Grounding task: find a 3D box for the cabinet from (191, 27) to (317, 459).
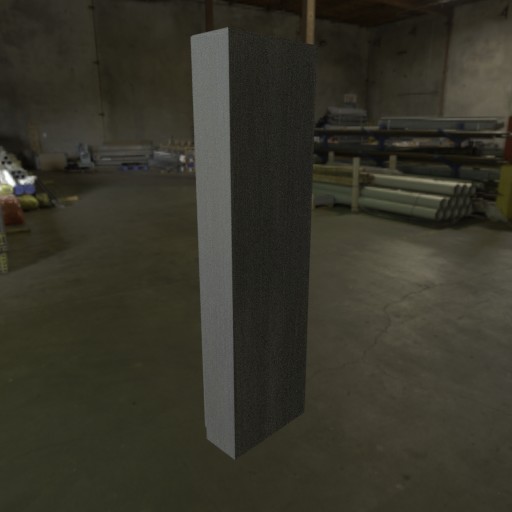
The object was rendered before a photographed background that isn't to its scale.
[{"bbox_3d":[0.000,0.000,2.024,0.500,1.790,0.230,-15,22,-43],"label":"cabinet"}]
